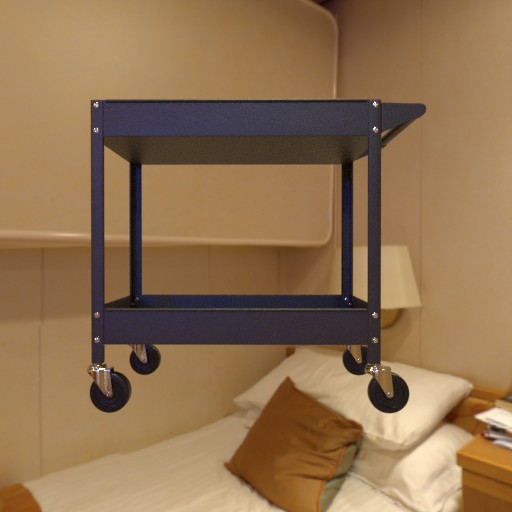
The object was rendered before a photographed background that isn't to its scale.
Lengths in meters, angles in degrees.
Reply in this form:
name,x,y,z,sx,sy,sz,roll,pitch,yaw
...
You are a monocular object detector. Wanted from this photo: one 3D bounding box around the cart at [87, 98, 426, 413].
name,x,y,z,sx,sy,sz,roll,pitch,yaw
cart,0.000,0.000,1.186,0.779,0.719,0.366,0,1,0
